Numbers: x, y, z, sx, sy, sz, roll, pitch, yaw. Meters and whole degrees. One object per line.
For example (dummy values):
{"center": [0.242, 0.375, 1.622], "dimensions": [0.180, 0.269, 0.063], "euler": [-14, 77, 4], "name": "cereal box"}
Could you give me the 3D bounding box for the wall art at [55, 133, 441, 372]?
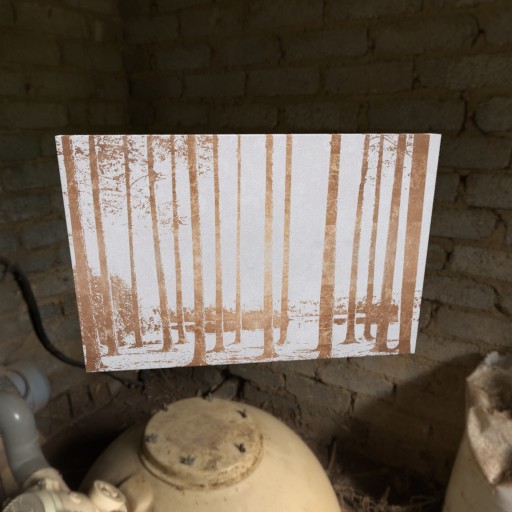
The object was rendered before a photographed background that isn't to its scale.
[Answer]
{"center": [0.000, 0.000, 1.153], "dimensions": [0.914, 0.609, 0.035], "euler": [-2, 18, -6], "name": "wall art"}
